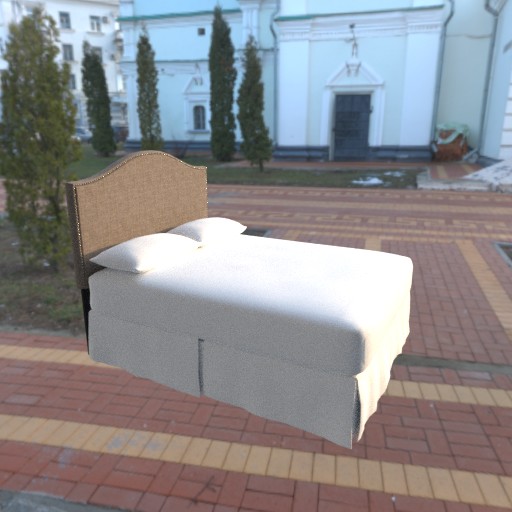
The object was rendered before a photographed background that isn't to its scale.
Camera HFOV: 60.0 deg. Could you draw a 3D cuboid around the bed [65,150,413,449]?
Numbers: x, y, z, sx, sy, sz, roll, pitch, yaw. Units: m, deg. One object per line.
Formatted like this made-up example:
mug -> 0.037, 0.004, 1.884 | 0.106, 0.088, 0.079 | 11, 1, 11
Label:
bed -> 0.000, 0.000, 3.371 | 2.153, 1.518, 1.713 | 8, 18, 27
